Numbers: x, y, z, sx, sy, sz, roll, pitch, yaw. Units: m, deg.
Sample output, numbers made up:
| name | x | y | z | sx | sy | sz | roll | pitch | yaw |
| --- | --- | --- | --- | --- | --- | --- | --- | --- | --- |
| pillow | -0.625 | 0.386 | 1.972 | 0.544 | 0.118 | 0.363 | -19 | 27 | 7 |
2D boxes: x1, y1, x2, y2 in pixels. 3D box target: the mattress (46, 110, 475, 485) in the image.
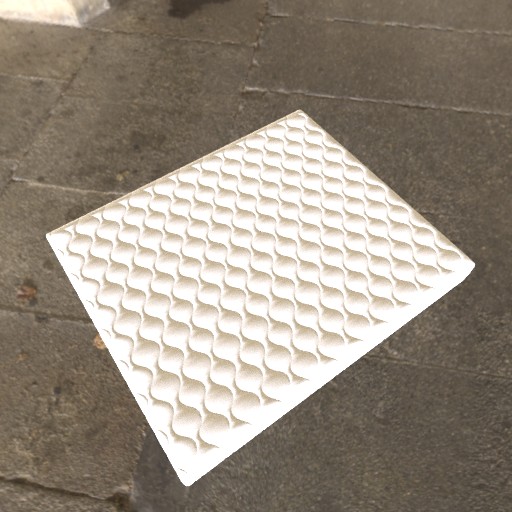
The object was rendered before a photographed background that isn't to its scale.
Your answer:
| name | x | y | z | sx | sy | sz | roll | pitch | yaw |
| --- | --- | --- | --- | --- | --- | --- | --- | --- | --- |
| mattress | 0.000 | 0.000 | 2.596 | 1.900 | 0.200 | 1.600 | -31 | 63 | -18 |
